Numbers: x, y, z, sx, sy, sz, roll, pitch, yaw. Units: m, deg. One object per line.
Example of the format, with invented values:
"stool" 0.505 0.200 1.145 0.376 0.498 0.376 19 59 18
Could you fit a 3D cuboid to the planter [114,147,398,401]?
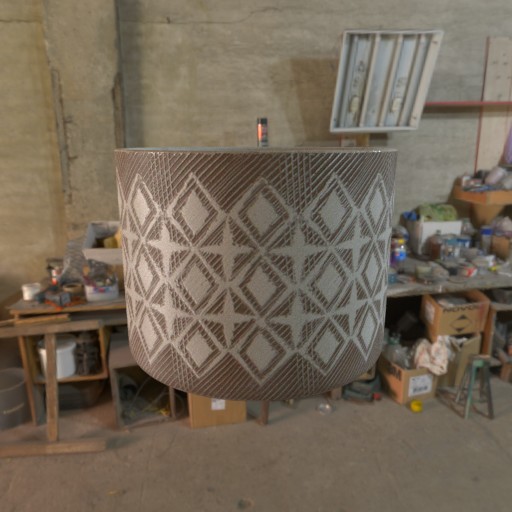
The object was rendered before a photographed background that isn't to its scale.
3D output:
"planter" 0.000 0.000 0.220 0.126 0.104 0.126 0 14 0
